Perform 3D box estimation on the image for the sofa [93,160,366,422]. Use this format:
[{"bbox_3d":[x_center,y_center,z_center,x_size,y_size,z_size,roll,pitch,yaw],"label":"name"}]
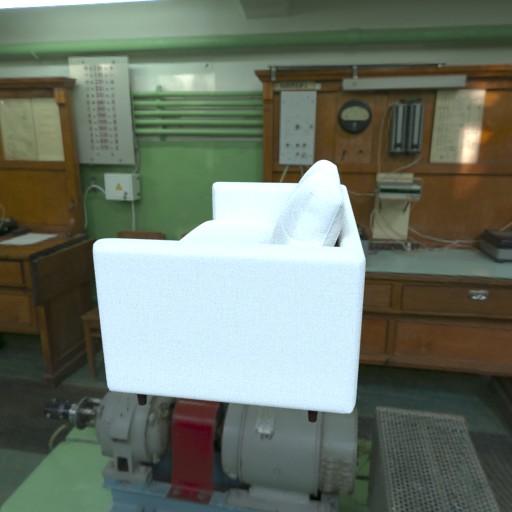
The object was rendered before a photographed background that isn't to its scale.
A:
[{"bbox_3d":[0.000,0.000,2.266,0.940,0.893,1.713,2,16,9],"label":"sofa"}]
